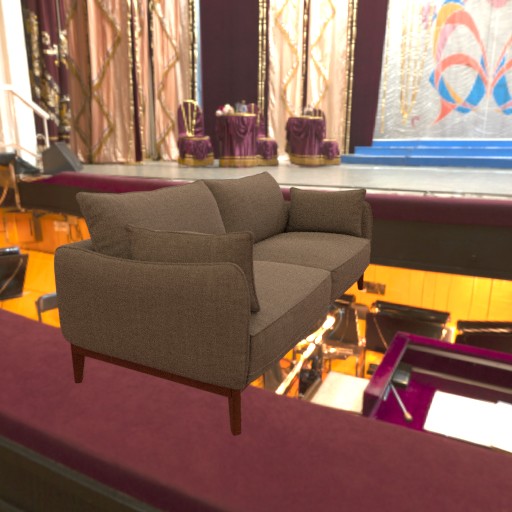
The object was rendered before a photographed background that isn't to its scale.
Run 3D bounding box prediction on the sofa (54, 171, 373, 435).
[{"bbox_3d":[0.000,0.000,2.520,0.972,0.851,1.989,7,16,26],"label":"sofa"}]
